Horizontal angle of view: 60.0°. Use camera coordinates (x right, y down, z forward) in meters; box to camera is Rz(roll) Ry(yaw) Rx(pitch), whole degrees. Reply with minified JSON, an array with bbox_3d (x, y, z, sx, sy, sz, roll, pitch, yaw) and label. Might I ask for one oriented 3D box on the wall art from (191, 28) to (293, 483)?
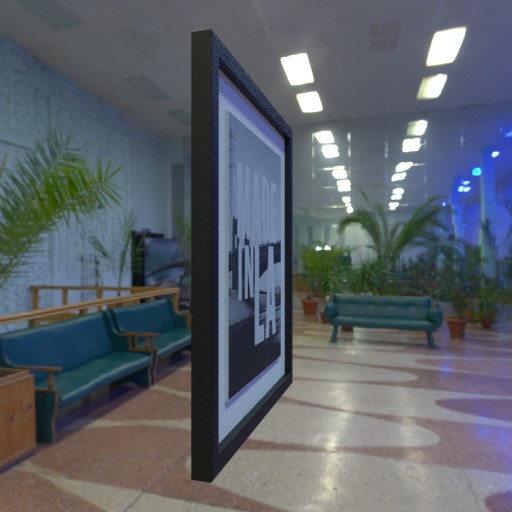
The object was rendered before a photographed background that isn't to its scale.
[{"bbox_3d":[0.000,0.000,0.766,0.028,0.559,0.457,0,0,17],"label":"wall art"}]
